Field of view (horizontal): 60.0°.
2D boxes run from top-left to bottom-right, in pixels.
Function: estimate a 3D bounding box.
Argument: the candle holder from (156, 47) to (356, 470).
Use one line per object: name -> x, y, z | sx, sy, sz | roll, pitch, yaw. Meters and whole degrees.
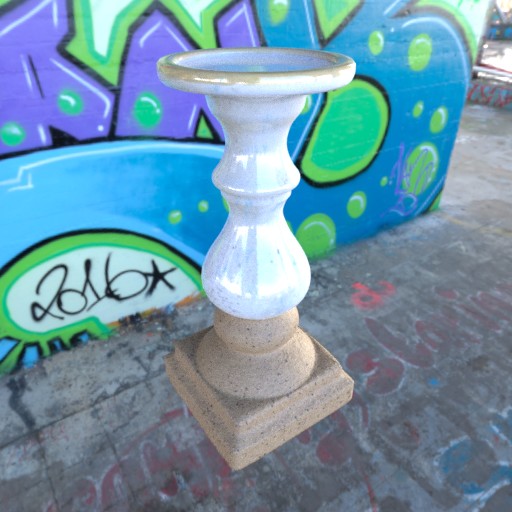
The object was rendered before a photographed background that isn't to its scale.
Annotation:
candle holder -> 0.000, 0.000, 0.290 | 0.110, 0.239, 0.110 | -20, 36, -29
